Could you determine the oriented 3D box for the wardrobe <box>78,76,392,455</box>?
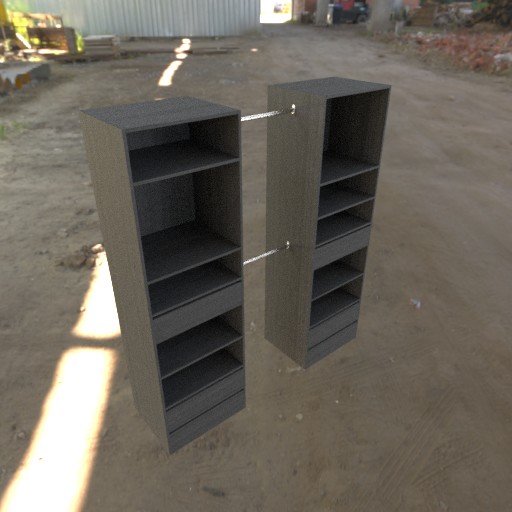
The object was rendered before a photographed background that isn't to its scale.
[{"bbox_3d":[0.000,0.000,2.905,1.770,2.000,0.480,-22,36,-33],"label":"wardrobe"}]
